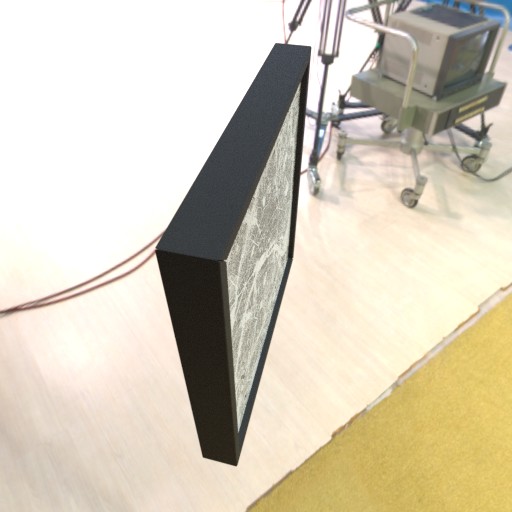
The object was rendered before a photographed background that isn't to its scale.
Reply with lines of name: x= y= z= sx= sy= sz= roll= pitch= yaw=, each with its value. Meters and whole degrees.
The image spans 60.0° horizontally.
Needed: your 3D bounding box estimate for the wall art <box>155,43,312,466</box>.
wall art: x=0.000 y=0.000 z=0.449 sx=0.037 sy=0.305 sz=0.305 roll=10 pitch=47 yaw=10
